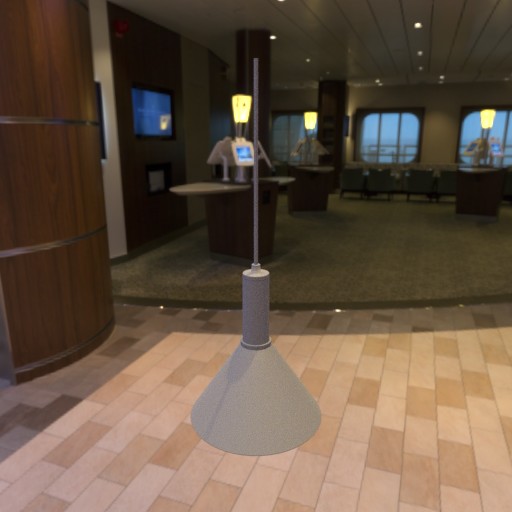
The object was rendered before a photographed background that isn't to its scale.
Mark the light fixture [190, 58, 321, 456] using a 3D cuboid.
[{"bbox_3d":[0.000,0.000,0.828,0.267,0.683,0.267,-7,16,-25],"label":"light fixture"}]
